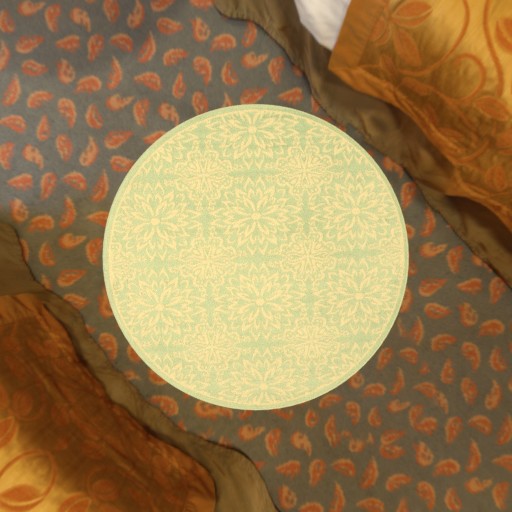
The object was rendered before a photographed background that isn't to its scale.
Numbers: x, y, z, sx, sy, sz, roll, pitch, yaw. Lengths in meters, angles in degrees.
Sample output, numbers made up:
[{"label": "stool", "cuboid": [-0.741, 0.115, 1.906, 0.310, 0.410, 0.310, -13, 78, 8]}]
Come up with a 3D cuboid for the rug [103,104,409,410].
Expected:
[{"label": "rug", "cuboid": [0.000, 0.000, 2.306, 1.593, 0.012, 1.593, 0, 89, 0]}]
